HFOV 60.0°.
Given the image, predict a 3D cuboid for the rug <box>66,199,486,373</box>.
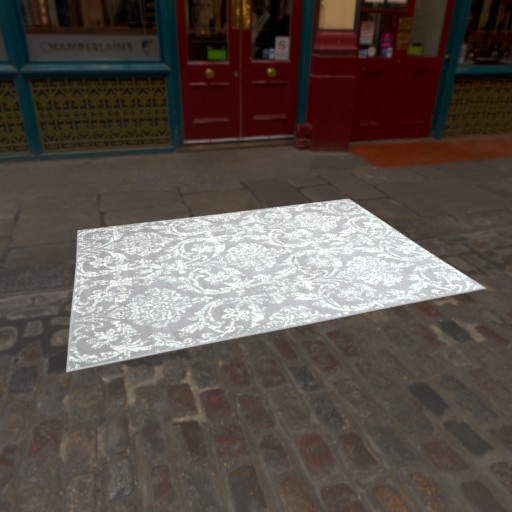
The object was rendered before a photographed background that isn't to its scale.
[{"bbox_3d":[0.000,0.000,2.849,2.206,0.014,1.578,-8,28,-16],"label":"rug"}]
